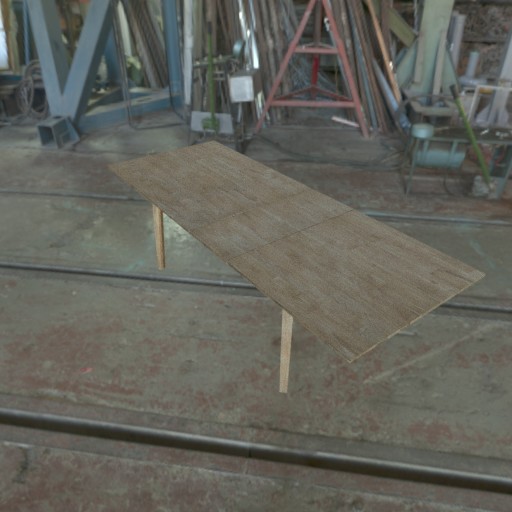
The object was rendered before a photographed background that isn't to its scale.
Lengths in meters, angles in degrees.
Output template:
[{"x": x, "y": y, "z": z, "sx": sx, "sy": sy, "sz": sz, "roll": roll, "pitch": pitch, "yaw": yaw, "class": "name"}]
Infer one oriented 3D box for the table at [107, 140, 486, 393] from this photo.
[{"x": 0.000, "y": 0.000, "z": 3.105, "sx": 1.000, "sy": 0.752, "sz": 2.603, "roll": -22, "pitch": 39, "yaw": -30, "class": "table"}]
